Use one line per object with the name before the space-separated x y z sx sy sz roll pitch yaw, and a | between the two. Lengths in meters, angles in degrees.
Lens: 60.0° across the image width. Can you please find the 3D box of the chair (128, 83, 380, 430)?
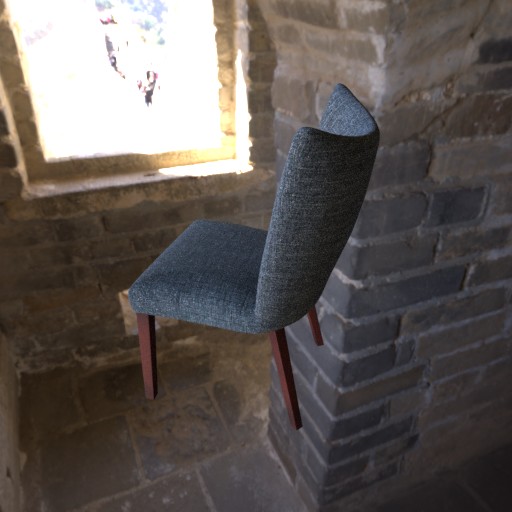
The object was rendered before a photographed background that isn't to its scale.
chair | 0.000 0.000 1.339 0.623 0.924 0.535 9 31 15
